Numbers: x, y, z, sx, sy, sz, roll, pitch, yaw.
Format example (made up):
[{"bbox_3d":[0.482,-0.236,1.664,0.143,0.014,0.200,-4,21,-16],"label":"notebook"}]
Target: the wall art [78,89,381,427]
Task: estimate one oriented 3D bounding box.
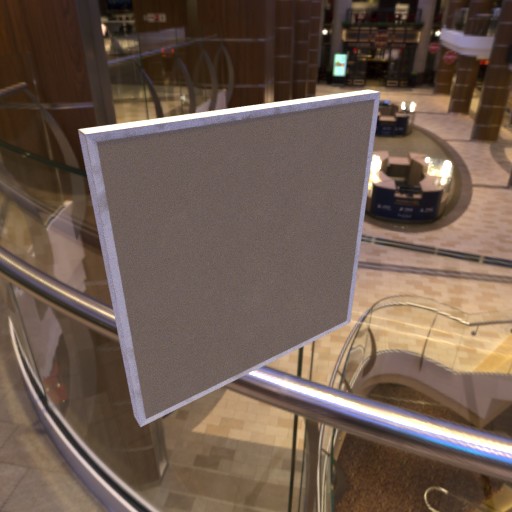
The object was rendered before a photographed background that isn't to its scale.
[{"bbox_3d":[0.000,0.000,0.780,0.508,0.506,0.029,-19,35,-30],"label":"wall art"}]
